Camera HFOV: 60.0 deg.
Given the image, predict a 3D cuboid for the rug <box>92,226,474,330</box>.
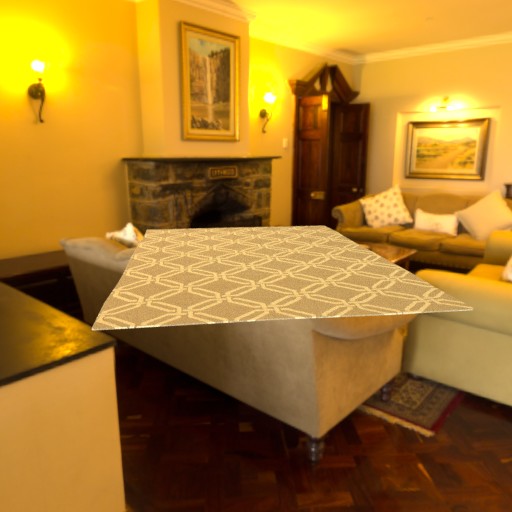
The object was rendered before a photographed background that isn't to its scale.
[{"bbox_3d":[0.000,0.000,2.734,1.524,0.013,2.135,-2,13,-8],"label":"rug"}]
